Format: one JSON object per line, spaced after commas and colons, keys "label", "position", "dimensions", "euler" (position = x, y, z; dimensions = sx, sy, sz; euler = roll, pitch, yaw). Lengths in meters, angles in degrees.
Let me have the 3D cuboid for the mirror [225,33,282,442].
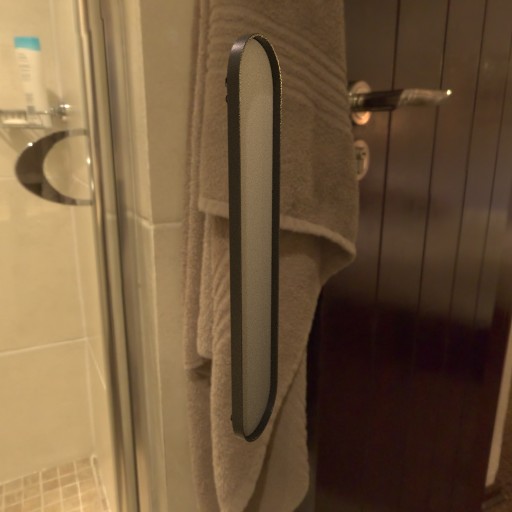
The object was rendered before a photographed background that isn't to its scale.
{"label": "mirror", "position": [0.000, 0.000, 1.084], "dimensions": [0.032, 0.991, 0.222], "euler": [7, 16, 25]}
